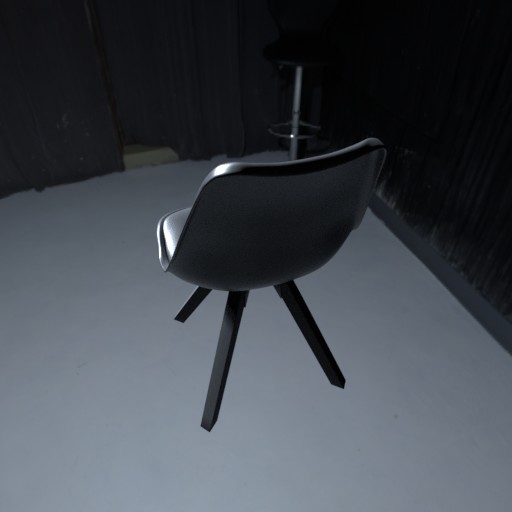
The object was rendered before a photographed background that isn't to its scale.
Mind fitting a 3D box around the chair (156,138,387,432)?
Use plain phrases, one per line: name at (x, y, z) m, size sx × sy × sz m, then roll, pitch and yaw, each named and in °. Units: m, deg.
chair at (0.000, 0.000, 1.150) m, size 0.485 × 0.850 × 0.530 m, roll -13°, pitch 43°, yaw -14°
